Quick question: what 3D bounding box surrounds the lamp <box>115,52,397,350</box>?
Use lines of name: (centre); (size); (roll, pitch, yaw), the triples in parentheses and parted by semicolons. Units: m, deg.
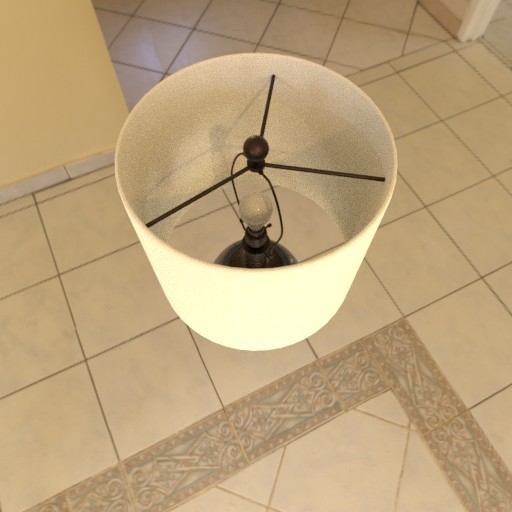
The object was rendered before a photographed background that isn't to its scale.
lamp: (0.000, 0.000, 0.758); (0.329, 0.570, 0.329); (-33, 67, -16)
